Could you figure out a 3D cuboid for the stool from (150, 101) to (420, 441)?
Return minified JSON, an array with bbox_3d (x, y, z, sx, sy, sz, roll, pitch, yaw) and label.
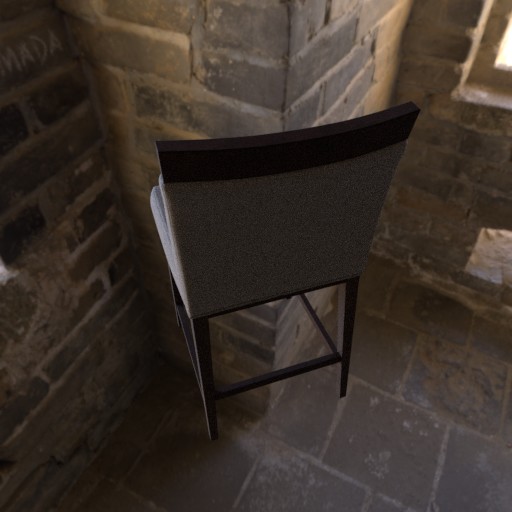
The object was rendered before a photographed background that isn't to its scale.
[{"bbox_3d":[0.000,0.000,1.286,0.512,1.009,0.531,-13,43,-14],"label":"stool"}]
